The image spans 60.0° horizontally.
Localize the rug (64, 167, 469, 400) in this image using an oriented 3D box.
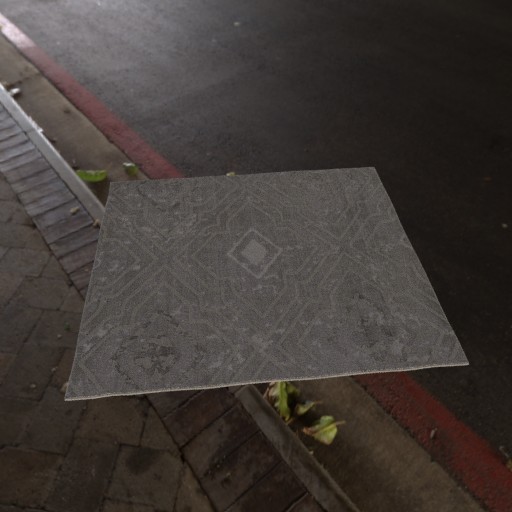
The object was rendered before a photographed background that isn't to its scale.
[{"bbox_3d":[0.000,0.000,0.881,0.639,0.006,0.548,-4,46,-4],"label":"rug"}]
